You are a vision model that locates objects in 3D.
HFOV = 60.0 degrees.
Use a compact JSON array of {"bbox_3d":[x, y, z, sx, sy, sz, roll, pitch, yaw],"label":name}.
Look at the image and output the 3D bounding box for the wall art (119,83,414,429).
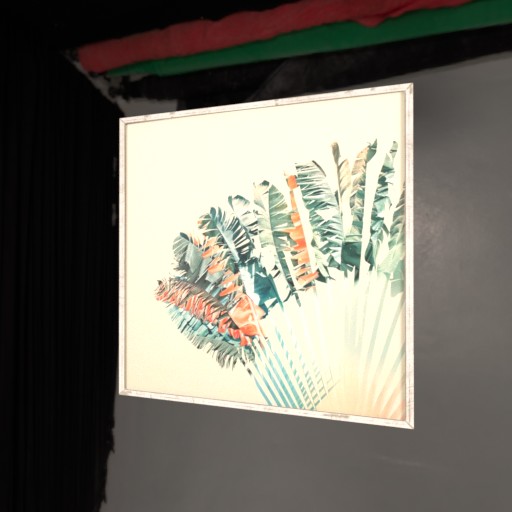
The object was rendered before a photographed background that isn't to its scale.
[{"bbox_3d":[0.000,0.000,0.455,0.305,0.303,0.038,0,0,19],"label":"wall art"}]
